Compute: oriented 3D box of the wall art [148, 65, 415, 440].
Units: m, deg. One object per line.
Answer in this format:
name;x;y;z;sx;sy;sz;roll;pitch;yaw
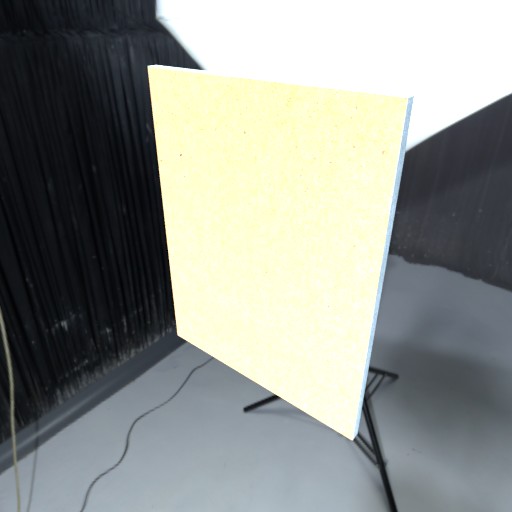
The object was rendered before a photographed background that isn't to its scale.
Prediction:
wall art;0.000;0.000;0.815;0.481;0.613;0.020;22;36;33
